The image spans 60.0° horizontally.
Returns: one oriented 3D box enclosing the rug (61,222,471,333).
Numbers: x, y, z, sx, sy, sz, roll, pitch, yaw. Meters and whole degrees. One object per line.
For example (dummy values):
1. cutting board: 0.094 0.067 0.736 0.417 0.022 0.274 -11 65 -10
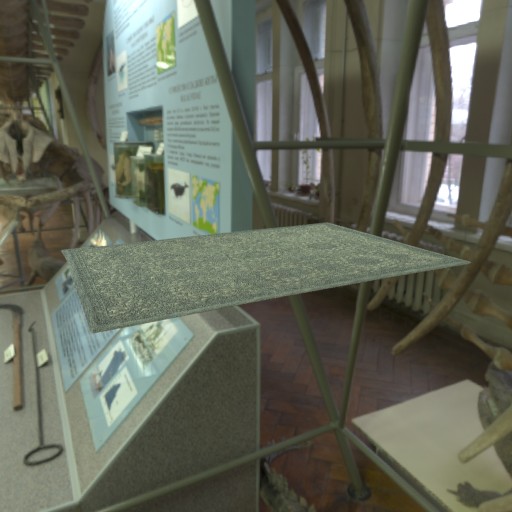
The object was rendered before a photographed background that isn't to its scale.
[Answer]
1. rug: 0.000 0.000 2.360 1.830 0.016 1.224 -8 17 -26
